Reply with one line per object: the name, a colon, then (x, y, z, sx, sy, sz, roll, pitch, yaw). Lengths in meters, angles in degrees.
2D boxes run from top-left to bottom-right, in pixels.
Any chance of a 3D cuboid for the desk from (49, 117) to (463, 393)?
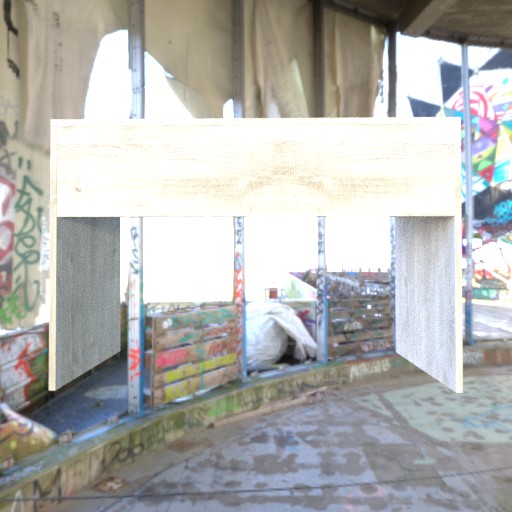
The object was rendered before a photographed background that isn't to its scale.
desk: (0.000, 0.000, 1.462, 1.100, 0.730, 0.560, 0, -1, 1)
